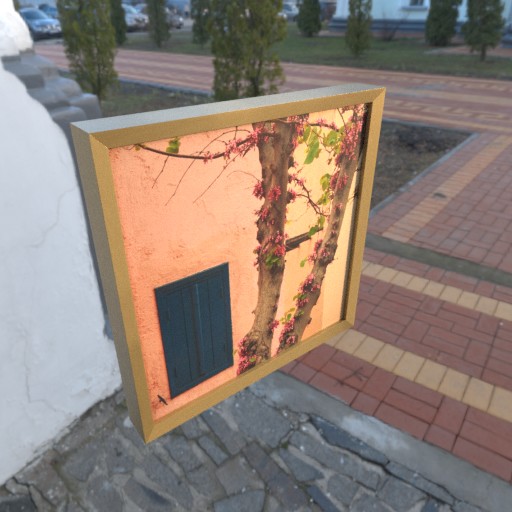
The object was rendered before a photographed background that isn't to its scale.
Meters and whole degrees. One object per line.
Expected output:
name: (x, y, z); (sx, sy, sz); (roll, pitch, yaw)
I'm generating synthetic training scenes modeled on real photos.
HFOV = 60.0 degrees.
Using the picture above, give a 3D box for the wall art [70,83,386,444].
wall art: (0.000, 0.000, 0.457); (0.304, 0.305, 0.038); (-21, 36, -32)
